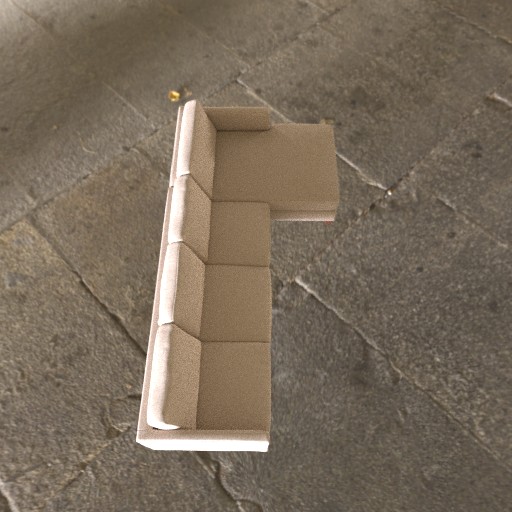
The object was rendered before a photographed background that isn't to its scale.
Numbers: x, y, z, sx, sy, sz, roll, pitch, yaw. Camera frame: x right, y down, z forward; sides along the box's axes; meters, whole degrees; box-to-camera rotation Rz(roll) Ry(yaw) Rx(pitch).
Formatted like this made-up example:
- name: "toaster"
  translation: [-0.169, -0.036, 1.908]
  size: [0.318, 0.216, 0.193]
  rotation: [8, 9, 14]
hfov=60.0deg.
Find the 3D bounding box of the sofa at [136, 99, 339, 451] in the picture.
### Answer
- name: "sofa"
  translation: [0.000, 0.000, 3.990]
  size: [1.625, 0.861, 3.186]
  rotation: [1, 62, 0]
